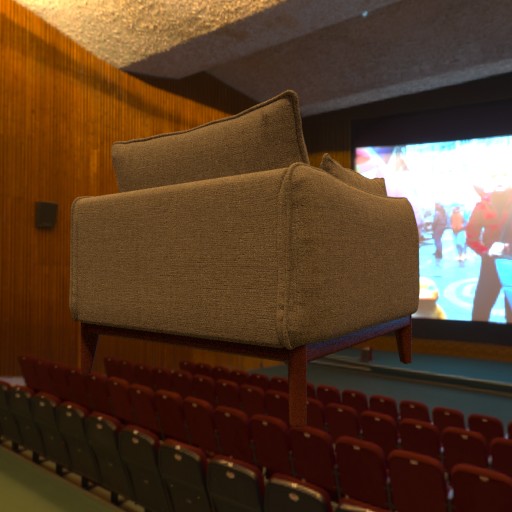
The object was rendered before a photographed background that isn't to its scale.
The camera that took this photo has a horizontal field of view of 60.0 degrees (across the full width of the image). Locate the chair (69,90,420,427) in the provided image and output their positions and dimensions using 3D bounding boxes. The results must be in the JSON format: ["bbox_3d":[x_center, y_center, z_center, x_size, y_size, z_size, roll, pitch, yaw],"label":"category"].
[{"bbox_3d":[0.000,0.000,1.663,0.993,0.839,0.976,-1,-2,36],"label":"chair"}]
